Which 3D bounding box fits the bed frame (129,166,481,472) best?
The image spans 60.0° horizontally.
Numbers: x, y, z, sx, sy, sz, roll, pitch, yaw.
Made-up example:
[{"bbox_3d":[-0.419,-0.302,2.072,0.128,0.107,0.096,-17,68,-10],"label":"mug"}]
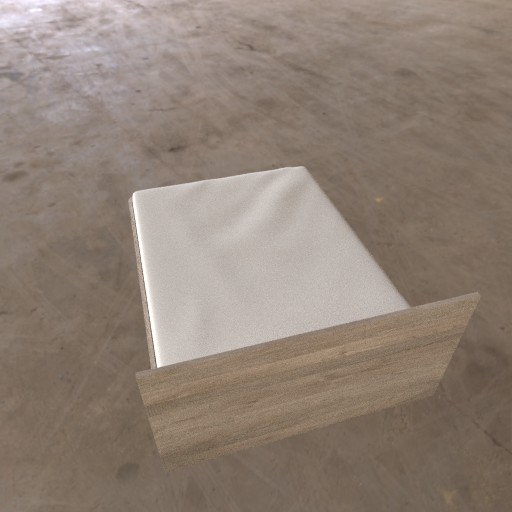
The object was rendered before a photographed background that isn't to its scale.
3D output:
[{"bbox_3d":[0.000,0.000,2.758,1.490,0.800,1.950,-11,42,-12],"label":"bed frame"}]
